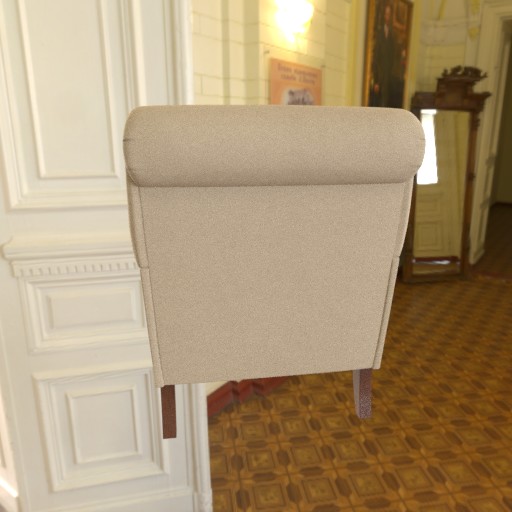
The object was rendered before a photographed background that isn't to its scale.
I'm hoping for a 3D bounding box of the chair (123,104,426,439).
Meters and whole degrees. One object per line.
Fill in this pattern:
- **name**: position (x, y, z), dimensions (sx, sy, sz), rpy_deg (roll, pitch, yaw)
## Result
- **chair**: position (0.000, 0.000, 1.521), dimensions (0.766, 0.942, 0.842), rpy_deg (-2, 15, -9)
